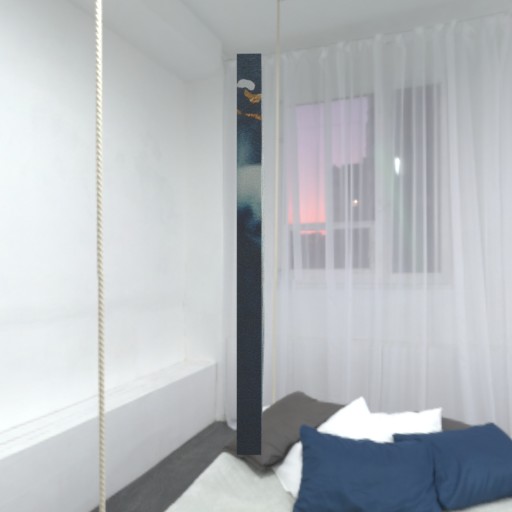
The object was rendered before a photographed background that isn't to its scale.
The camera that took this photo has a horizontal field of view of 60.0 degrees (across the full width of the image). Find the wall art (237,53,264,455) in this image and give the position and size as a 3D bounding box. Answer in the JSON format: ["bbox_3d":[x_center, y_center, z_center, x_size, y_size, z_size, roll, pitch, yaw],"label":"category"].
[{"bbox_3d":[0.000,0.000,1.127,0.038,0.608,0.912,0,0,1],"label":"wall art"}]
